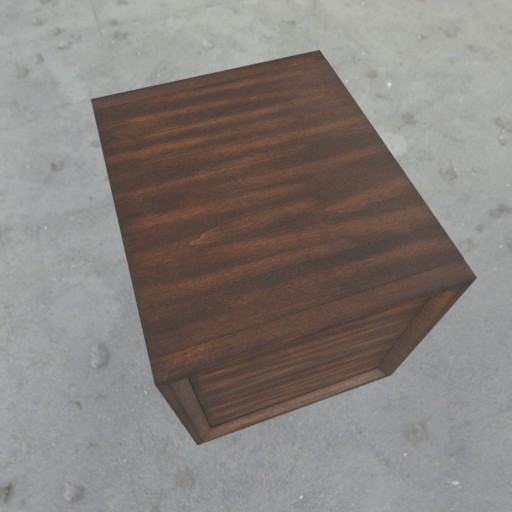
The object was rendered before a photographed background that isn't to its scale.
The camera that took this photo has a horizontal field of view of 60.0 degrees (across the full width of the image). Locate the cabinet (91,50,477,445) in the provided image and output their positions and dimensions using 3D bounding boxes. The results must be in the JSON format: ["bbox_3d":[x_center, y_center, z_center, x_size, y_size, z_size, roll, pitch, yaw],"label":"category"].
[{"bbox_3d":[0.000,0.000,0.826,0.402,0.455,0.500,-16,60,-10],"label":"cabinet"}]
